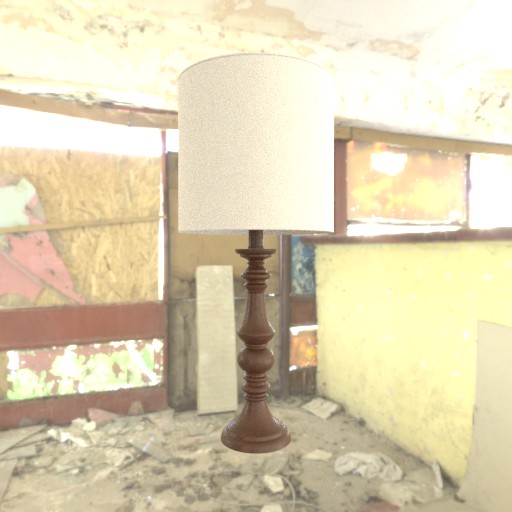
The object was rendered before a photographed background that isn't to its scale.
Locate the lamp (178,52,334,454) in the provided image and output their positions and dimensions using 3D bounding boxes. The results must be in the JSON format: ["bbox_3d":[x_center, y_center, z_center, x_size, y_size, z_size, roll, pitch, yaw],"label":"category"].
[{"bbox_3d":[0.000,0.000,0.724,0.250,0.597,0.250,0,1,0],"label":"lamp"}]
